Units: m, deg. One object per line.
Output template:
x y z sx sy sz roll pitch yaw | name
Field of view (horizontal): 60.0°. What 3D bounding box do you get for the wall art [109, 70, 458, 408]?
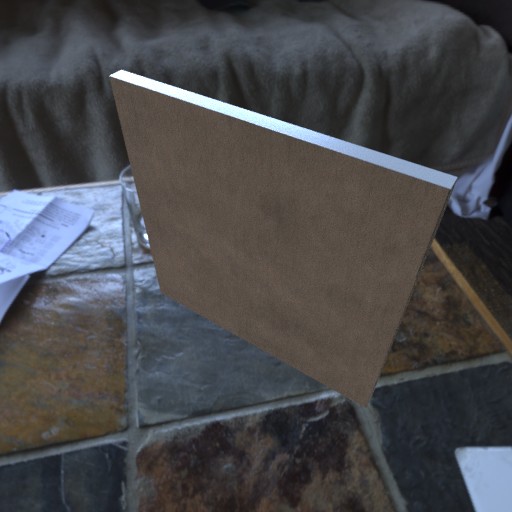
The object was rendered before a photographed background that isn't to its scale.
0.000 0.000 0.674 0.455 0.453 0.023 25 51 23 | wall art
